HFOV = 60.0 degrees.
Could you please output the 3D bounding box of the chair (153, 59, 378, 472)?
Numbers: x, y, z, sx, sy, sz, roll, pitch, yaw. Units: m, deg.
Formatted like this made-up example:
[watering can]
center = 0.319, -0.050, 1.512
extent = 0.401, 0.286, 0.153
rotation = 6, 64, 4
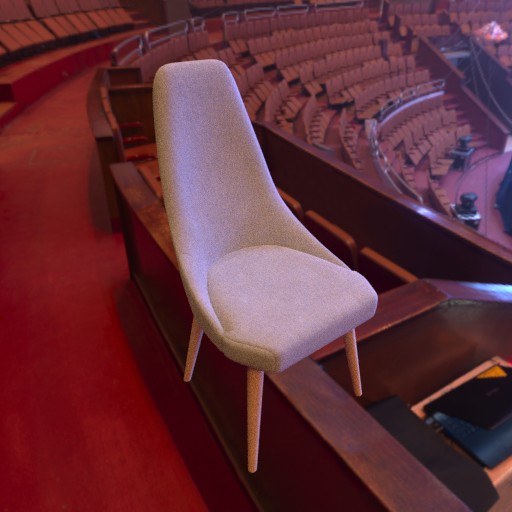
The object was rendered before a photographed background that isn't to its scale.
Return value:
[chair]
center = 0.000, 0.000, 1.360
extent = 0.510, 1.040, 0.660
rotation = -22, 37, -32
